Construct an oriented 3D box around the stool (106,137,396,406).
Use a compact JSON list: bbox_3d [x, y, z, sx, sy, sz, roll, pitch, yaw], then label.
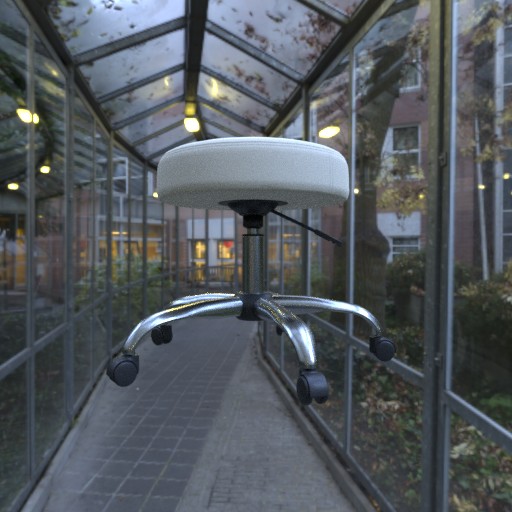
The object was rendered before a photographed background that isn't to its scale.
[{"bbox_3d":[0.000,0.000,1.048,0.634,0.482,0.614,0,1,17],"label":"stool"}]
